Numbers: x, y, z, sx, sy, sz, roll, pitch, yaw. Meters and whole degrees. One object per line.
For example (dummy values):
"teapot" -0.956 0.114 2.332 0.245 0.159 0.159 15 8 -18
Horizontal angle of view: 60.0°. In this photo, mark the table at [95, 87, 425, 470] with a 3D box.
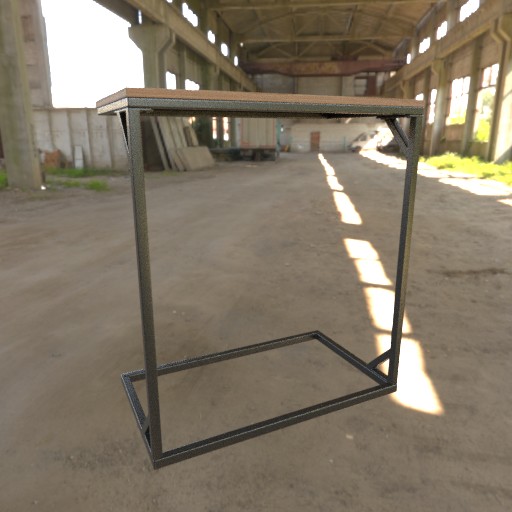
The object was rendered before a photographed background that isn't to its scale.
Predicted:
"table" 0.000 0.000 1.016 0.597 0.673 0.351 -7 17 -25
